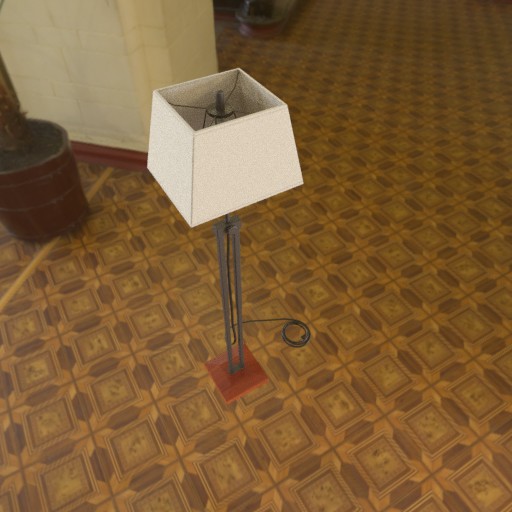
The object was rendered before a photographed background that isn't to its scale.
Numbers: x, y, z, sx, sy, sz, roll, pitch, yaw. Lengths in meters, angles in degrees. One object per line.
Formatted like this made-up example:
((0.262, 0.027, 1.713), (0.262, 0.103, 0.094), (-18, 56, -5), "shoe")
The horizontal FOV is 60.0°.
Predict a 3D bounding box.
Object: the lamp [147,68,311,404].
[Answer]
((0.000, 0.000, 2.022), (0.745, 1.712, 0.472), (-24, 51, -20), "lamp")
